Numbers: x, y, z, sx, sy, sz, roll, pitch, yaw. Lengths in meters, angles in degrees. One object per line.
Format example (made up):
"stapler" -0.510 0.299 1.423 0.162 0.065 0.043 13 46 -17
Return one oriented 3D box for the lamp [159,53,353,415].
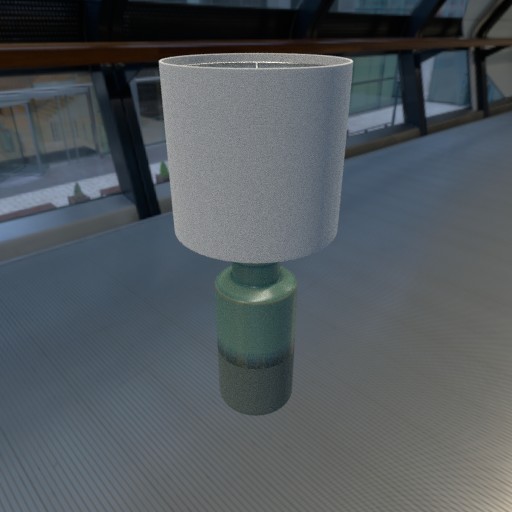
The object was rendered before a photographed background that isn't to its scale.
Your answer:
"lamp" 0.000 0.000 0.606 0.212 0.493 0.212 0 28 0
